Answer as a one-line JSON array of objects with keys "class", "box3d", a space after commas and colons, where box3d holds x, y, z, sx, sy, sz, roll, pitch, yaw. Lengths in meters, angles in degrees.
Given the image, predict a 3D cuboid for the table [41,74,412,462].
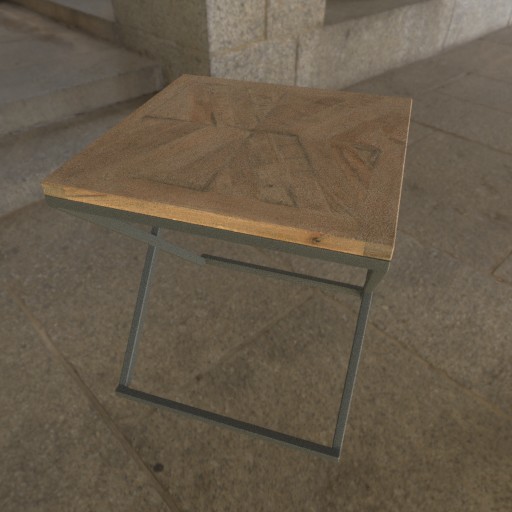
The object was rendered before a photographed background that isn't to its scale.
[{"class": "table", "box3d": [0.000, 0.000, 0.936, 0.499, 0.550, 0.498, 11, 41, 13]}]
